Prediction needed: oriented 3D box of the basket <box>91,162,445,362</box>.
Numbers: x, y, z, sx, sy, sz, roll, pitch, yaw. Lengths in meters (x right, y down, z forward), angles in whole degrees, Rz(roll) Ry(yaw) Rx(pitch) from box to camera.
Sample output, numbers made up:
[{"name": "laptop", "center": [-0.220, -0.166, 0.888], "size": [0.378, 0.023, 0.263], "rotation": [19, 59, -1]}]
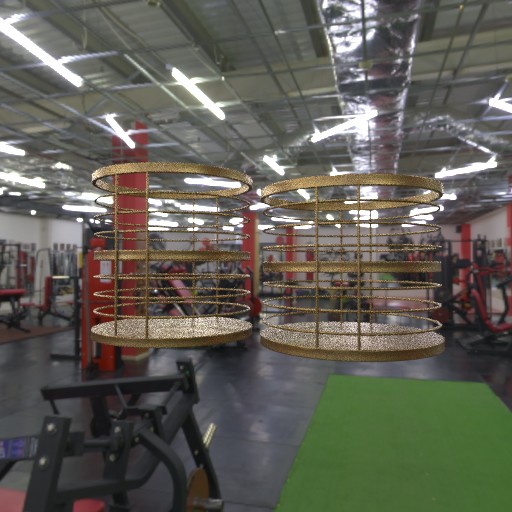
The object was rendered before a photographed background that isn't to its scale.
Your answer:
[{"name": "basket", "center": [0.000, 0.000, 0.952], "size": [0.746, 0.351, 0.356], "rotation": [0, -1, 18]}]
